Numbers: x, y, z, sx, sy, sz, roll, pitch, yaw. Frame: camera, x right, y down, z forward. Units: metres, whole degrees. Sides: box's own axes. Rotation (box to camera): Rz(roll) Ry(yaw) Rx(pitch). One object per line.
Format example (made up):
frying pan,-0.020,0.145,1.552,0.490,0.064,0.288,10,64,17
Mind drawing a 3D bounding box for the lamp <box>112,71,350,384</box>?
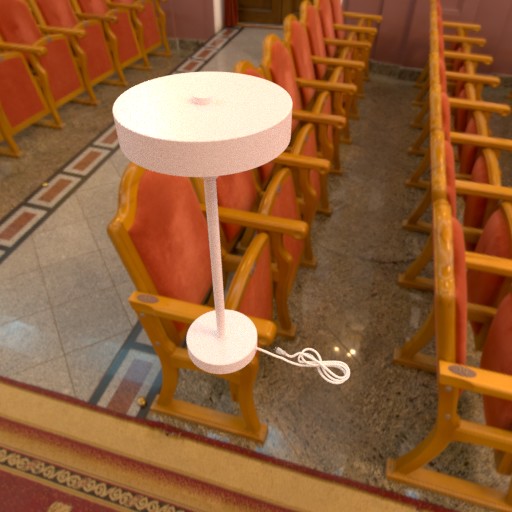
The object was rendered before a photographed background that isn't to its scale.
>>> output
lamp,0.000,0.000,0.715,0.369,0.508,0.229,11,42,13
